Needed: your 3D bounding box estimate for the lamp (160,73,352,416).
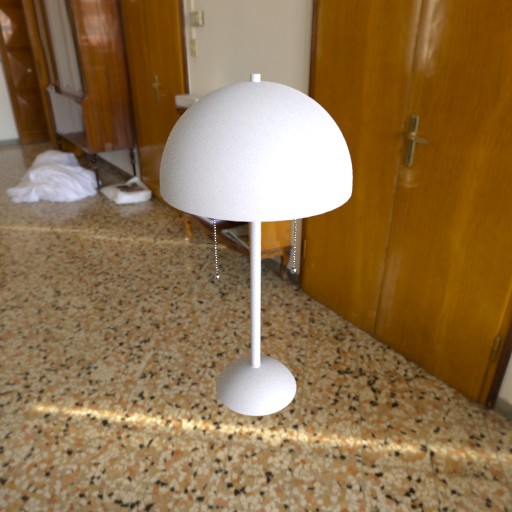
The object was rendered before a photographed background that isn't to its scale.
[{"bbox_3d":[0.000,0.000,0.434,0.171,0.330,0.171,0,26,0],"label":"lamp"}]
